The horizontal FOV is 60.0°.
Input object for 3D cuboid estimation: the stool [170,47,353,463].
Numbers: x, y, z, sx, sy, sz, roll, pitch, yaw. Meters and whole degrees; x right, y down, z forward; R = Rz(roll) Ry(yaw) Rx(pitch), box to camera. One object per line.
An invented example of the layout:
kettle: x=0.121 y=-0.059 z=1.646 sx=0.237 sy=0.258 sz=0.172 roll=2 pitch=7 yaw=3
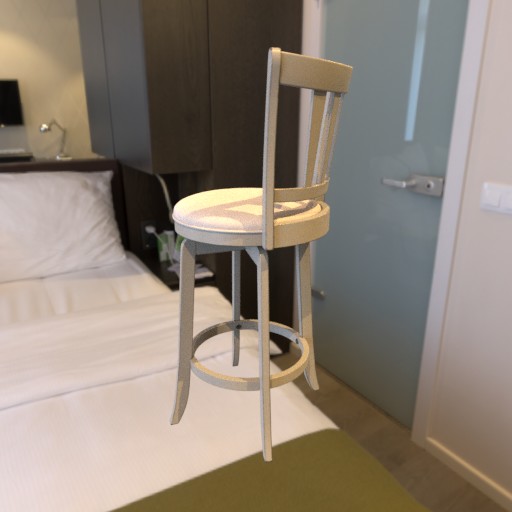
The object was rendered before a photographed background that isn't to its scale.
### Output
stool: x=0.000 y=0.000 z=1.287 sx=0.475 sy=1.042 sz=0.436 roll=9 pitch=20 yaw=26
